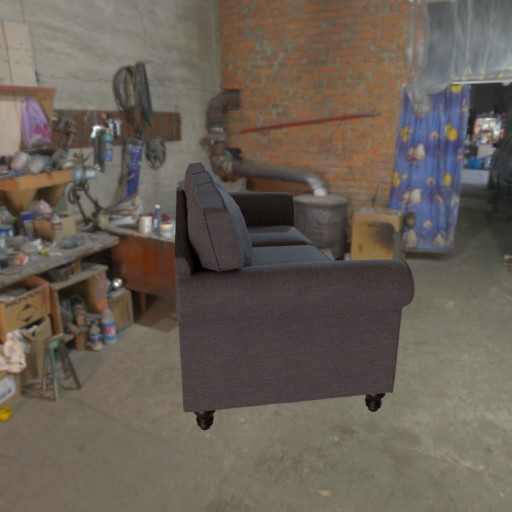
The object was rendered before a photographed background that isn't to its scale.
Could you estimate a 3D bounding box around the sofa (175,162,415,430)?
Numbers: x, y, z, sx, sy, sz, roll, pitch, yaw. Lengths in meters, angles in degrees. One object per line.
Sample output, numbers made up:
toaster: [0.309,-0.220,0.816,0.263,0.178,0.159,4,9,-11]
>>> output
sofa: [0.000,0.000,2.620,0.909,0.966,2.084,-3,16,-9]
